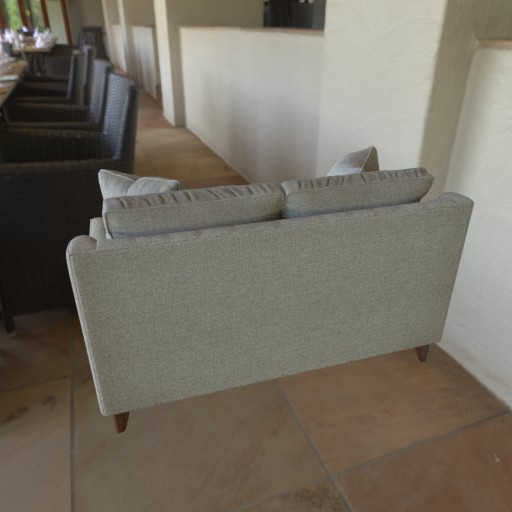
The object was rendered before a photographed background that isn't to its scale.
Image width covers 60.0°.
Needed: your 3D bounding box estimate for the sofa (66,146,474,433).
[{"bbox_3d":[0.000,0.000,1.975,1.422,0.863,0.915,-8,29,-15],"label":"sofa"}]
